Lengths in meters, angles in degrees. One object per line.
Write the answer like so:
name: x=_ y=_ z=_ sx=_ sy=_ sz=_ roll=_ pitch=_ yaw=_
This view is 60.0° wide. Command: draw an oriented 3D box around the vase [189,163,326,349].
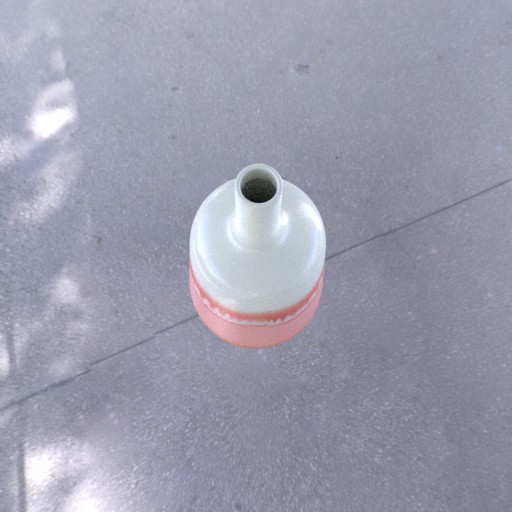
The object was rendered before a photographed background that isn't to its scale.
vase: x=0.000 y=0.000 z=0.382 sx=0.144 sy=0.296 sz=0.144 roll=0 pitch=75 yaw=0
